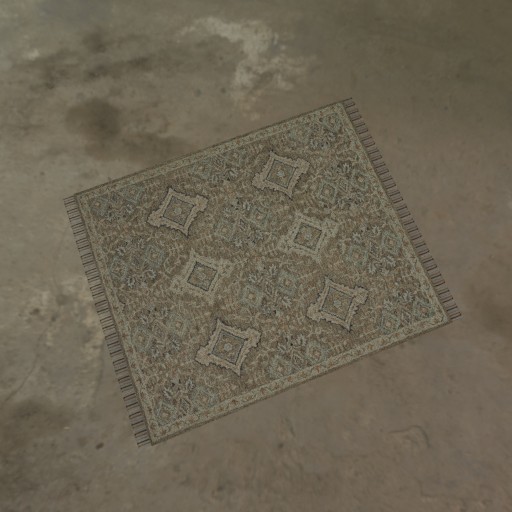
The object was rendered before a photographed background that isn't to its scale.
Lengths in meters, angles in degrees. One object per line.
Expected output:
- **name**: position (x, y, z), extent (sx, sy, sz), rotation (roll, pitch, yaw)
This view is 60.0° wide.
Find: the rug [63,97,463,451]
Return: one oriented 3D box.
- **rug**: position (0.000, 0.000, 4.135), extent (3.056, 0.010, 2.437), rotation (-21, 77, -5)
